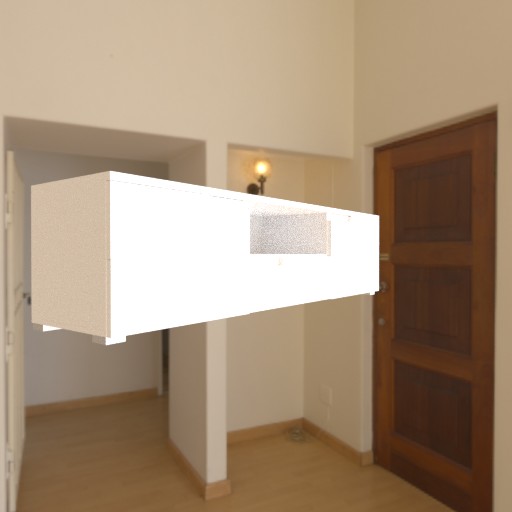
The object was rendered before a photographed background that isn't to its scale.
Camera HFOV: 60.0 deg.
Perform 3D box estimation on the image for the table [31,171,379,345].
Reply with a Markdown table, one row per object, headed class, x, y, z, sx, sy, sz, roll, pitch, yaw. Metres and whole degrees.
| class | x | y | z | sx | sy | sz | roll | pitch | yaw |
| --- | --- | --- | --- | --- | --- | --- | --- | --- | --- |
| table | 0.000 | 0.000 | 1.832 | 0.390 | 0.420 | 1.650 | 0 | 1 | 38 |
